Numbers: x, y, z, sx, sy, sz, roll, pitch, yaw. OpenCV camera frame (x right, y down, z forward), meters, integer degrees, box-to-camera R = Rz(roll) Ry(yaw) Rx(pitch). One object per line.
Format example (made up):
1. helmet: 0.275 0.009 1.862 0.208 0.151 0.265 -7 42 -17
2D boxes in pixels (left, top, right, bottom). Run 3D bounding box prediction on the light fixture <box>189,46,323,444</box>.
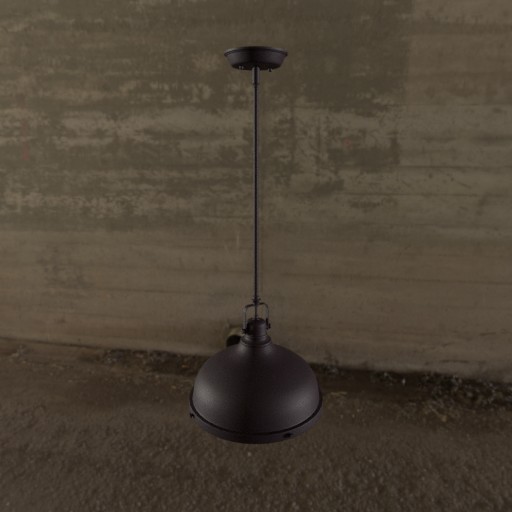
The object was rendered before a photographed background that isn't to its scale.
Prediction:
1. light fixture: 0.000 0.000 1.002 0.341 0.849 0.341 -7 16 -26
